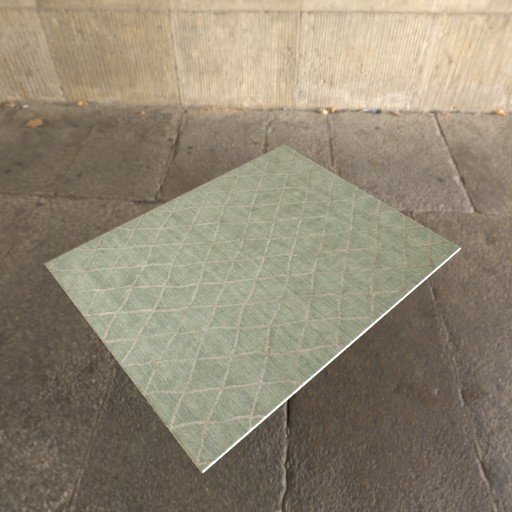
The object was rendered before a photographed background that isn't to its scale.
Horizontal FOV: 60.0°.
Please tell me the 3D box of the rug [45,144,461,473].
[{"bbox_3d":[0.000,0.000,4.131,3.039,0.019,2.420,-32,54,-27],"label":"rug"}]
